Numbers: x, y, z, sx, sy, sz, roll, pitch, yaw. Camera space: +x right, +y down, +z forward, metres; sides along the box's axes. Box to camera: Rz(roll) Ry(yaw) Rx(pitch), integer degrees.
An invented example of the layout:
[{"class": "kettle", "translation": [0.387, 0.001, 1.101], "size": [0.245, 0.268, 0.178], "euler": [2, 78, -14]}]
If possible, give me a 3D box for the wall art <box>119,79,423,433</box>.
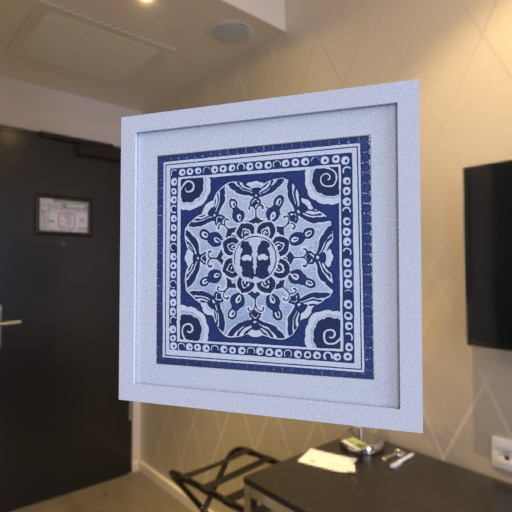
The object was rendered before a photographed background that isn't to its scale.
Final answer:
[{"class": "wall art", "translation": [0.000, 0.000, 0.801], "size": [0.559, 0.559, 0.028], "euler": [-1, -2, 19]}]
